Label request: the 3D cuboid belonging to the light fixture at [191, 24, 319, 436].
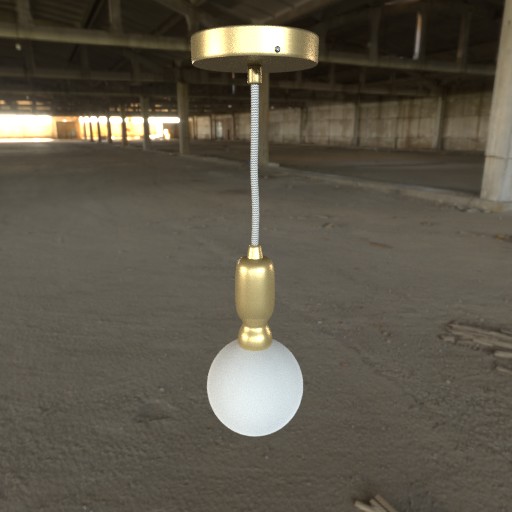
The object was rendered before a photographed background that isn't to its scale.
[{"bbox_3d":[0.000,0.000,0.571,0.146,0.510,0.147,-8,18,-25],"label":"light fixture"}]
